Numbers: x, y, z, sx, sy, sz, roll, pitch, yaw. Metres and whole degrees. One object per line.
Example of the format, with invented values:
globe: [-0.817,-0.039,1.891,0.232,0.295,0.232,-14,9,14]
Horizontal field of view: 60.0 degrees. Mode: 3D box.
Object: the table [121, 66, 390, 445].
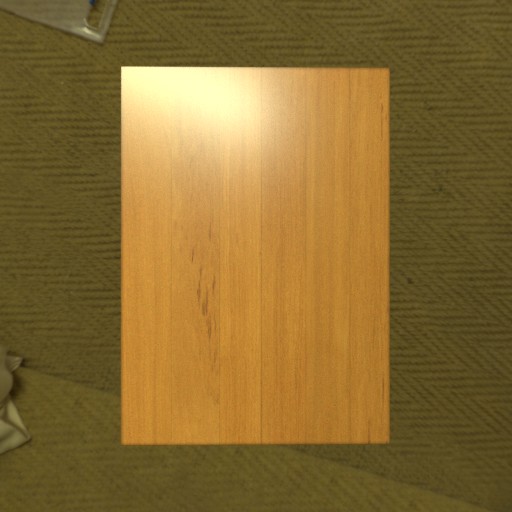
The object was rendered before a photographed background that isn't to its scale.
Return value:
table: [0.000,0.000,0.947,0.400,0.605,0.550,0,90,-1]
